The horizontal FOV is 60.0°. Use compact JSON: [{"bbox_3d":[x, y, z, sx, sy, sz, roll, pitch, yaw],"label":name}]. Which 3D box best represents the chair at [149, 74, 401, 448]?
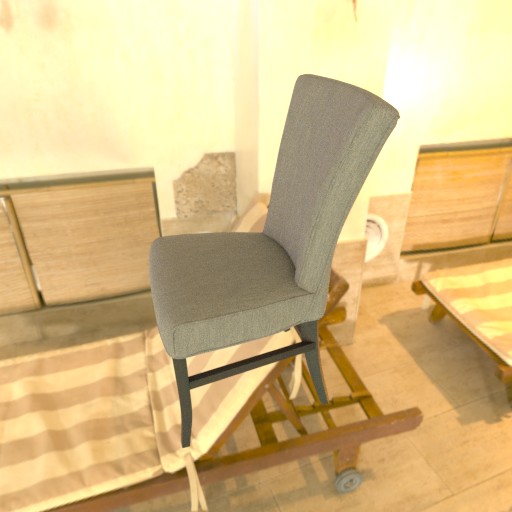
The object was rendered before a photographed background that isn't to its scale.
[{"bbox_3d":[0.000,0.000,1.388,0.660,0.991,0.520,-8,31,-14],"label":"chair"}]
